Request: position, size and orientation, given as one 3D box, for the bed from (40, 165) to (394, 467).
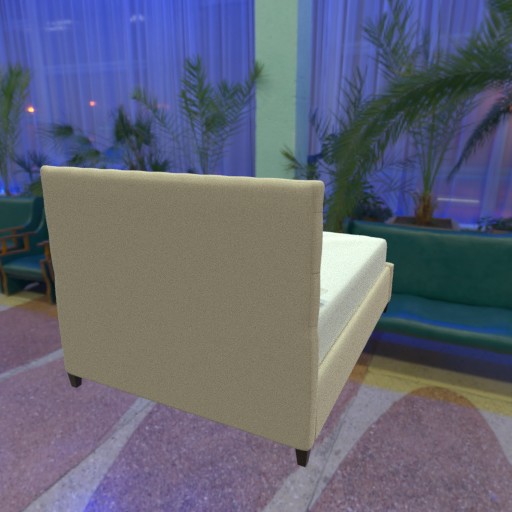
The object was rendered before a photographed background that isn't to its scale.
[{"bbox_3d":[0.000,0.000,3.305,1.696,1.426,2.233,8,18,25],"label":"bed"}]
